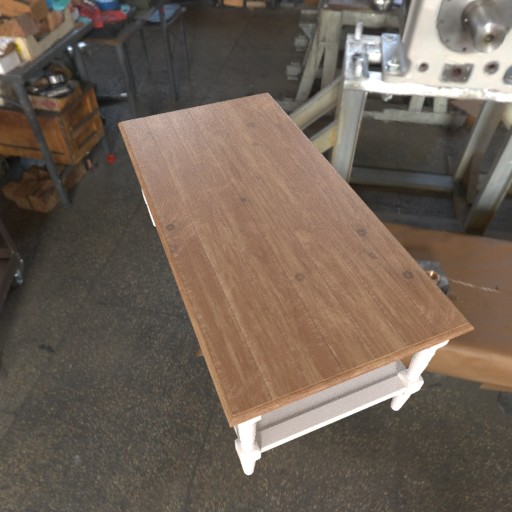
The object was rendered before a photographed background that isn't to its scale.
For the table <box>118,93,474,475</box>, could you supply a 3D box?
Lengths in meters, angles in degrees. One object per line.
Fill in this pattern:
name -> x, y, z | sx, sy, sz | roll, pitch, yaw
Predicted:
table -> 0.000, 0.000, 1.391 | 0.559, 0.458, 1.118 | -17, 50, -15
